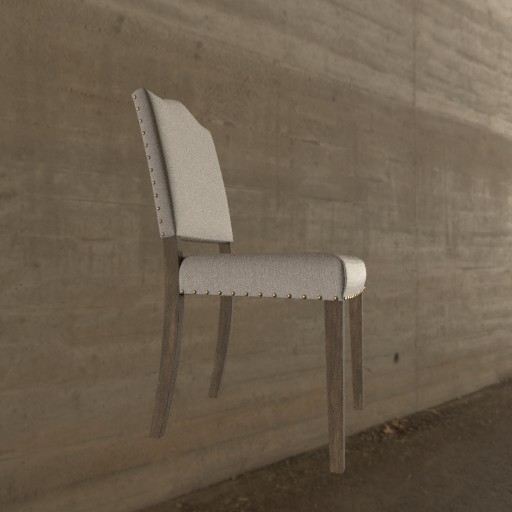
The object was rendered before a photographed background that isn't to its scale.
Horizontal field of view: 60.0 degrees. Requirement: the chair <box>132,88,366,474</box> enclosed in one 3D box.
[{"bbox_3d":[0.000,0.000,1.365,0.620,1.020,0.508,0,-1,19],"label":"chair"}]
